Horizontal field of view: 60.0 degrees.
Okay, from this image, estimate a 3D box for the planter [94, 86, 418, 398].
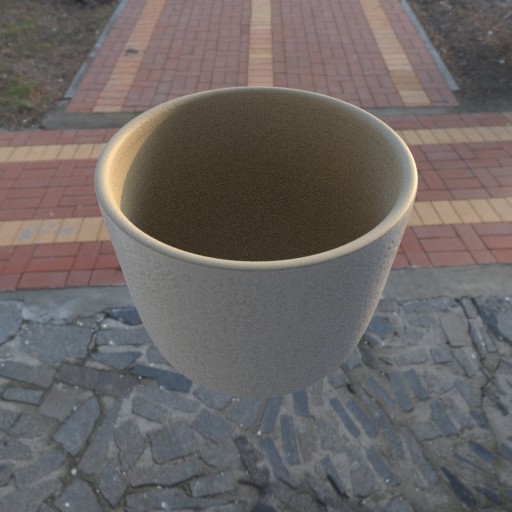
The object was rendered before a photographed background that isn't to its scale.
[{"bbox_3d":[0.000,0.000,0.360,0.208,0.190,0.208,0,45,0],"label":"planter"}]
